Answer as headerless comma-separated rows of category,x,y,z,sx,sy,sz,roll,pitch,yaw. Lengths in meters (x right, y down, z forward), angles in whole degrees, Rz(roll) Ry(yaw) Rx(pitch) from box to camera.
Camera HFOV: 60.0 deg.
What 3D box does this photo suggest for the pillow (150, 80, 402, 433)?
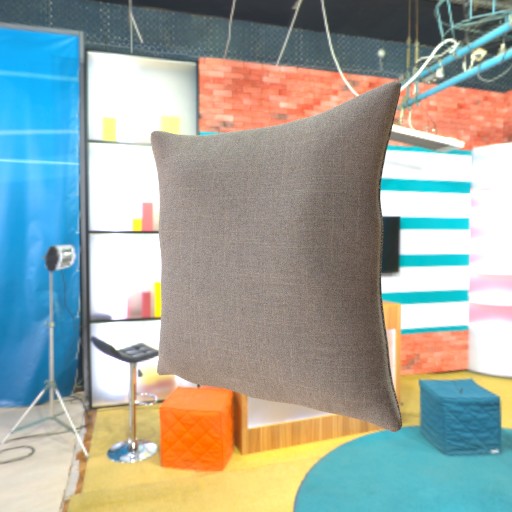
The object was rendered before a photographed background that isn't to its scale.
pillow,0.000,0.000,0.665,0.435,0.432,0.138,1,2,35
